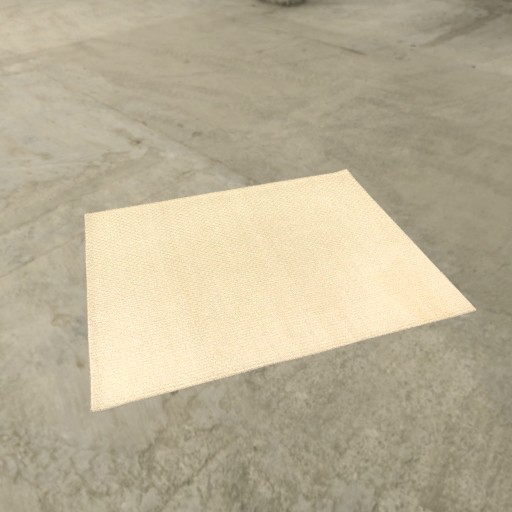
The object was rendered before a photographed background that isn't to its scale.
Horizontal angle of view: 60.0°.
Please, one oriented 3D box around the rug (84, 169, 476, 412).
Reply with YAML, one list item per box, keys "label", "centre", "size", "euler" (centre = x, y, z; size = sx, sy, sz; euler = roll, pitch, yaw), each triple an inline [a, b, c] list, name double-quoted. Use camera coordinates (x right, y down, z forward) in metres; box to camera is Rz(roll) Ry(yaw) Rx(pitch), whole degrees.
- label: "rug"
  centre: [0.000, 0.000, 3.937]
  size: [2.897, 0.035, 2.277]
  euler: [-12, 42, -13]
